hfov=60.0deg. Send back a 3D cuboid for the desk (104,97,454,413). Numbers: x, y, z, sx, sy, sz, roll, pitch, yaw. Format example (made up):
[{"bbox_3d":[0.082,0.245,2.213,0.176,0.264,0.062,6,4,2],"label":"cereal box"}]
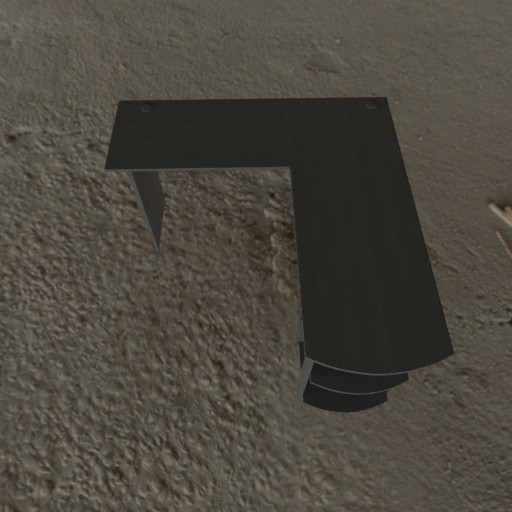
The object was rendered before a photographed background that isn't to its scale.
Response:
[{"bbox_3d":[0.000,0.000,2.101,1.303,0.716,1.361,-1,58,-1],"label":"desk"}]
